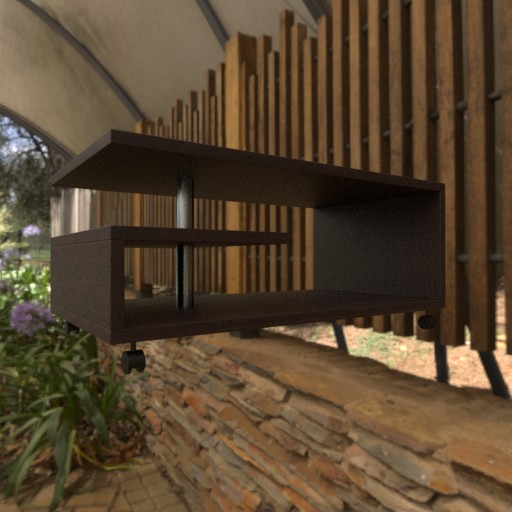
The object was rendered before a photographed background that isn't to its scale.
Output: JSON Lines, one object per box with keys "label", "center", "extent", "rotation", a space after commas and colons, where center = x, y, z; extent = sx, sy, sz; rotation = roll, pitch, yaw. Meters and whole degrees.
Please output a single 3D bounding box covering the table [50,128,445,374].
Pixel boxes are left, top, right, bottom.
{"label": "table", "center": [0.000, 0.000, 1.347], "extent": [1.050, 0.460, 0.590], "rotation": [0, 0, -35]}
